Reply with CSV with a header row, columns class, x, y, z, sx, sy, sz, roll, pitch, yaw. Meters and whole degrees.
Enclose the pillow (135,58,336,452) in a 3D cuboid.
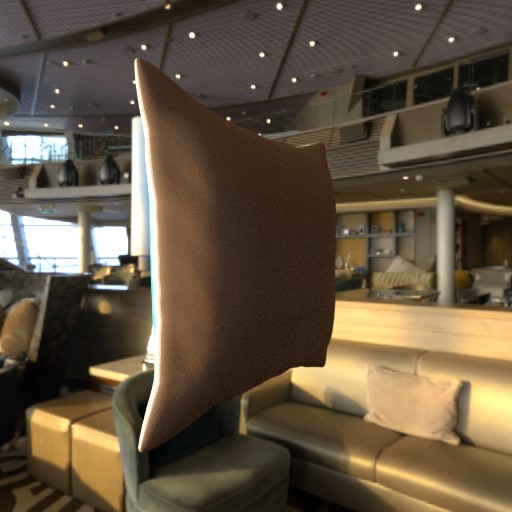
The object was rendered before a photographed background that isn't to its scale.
class,x,y,z,sx,sy,sz,roll,pitch,yaw
pillow,0.000,0.000,0.677,0.168,0.443,0.453,0,0,36
